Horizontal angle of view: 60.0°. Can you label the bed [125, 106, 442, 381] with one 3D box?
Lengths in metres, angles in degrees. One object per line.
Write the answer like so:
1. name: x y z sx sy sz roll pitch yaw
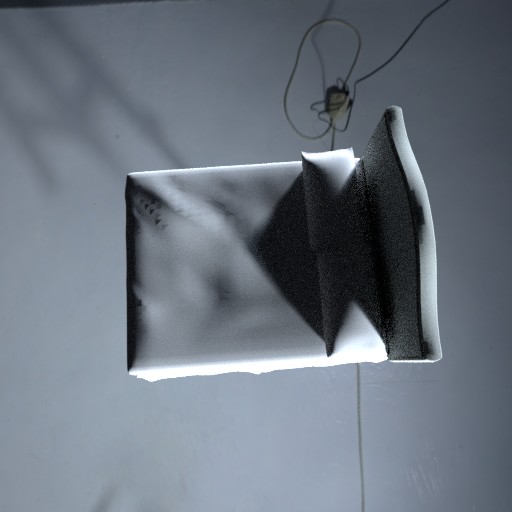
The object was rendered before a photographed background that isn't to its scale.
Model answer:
1. bed: 0.000 0.000 3.457 2.180 1.607 1.813 -4 77 -1
